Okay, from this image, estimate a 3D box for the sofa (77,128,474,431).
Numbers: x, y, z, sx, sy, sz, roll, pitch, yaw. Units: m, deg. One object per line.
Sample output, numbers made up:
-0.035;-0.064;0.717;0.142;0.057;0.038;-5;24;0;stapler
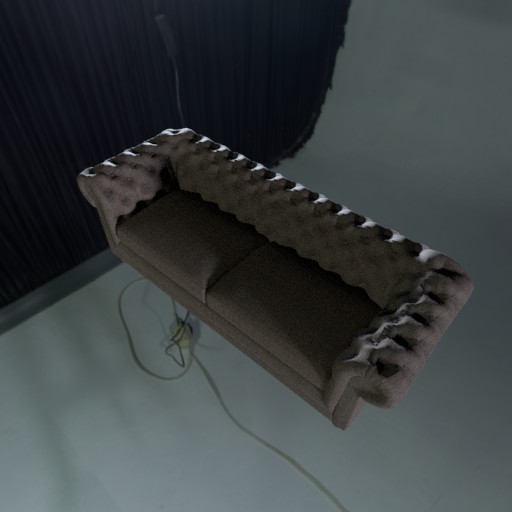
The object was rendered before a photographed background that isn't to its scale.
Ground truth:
0.000;0.000;2.836;2.385;0.787;0.944;32;54;27;sofa
